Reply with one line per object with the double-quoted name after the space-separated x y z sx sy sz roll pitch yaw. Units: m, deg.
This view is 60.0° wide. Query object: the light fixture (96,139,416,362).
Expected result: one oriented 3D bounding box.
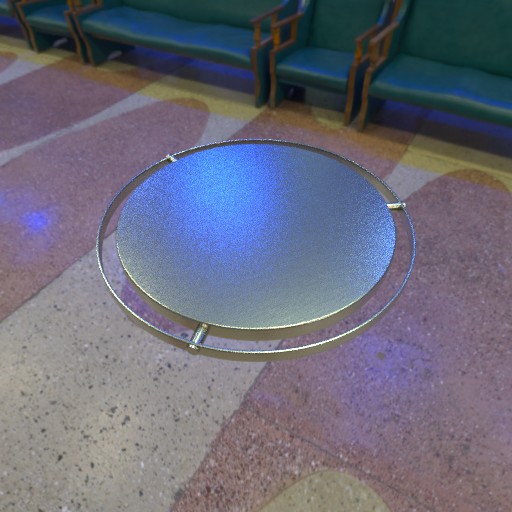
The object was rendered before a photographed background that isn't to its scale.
0.000 0.000 0.558 0.361 0.130 0.361 0 45 0 "light fixture"
